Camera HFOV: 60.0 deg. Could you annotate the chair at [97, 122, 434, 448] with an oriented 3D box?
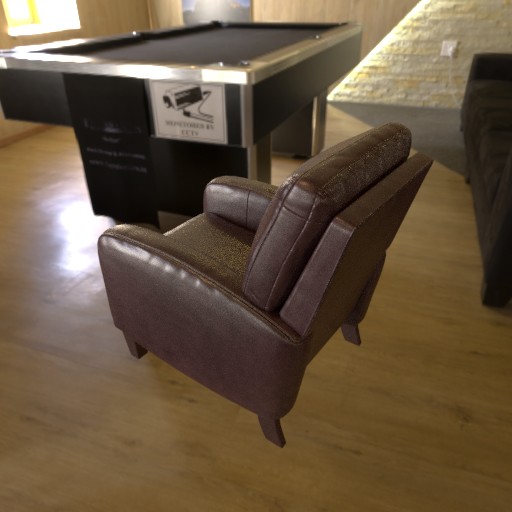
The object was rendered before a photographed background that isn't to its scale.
[{"bbox_3d":[0.000,0.000,1.672,0.990,0.990,0.762,21,37,30],"label":"chair"}]
